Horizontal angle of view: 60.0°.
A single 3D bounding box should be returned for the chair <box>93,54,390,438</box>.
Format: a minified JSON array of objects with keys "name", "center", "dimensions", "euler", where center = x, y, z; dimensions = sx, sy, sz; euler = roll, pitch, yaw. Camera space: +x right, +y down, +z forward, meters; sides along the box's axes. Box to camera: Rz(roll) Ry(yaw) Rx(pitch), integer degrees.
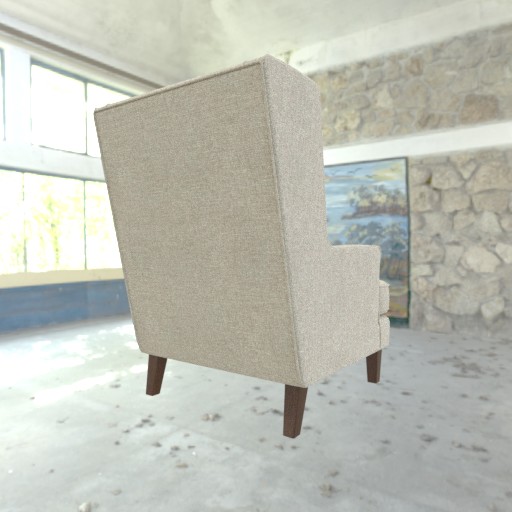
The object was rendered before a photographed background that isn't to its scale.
[{"name":"chair","center":[0.000,0.000,1.738],"dimensions":[0.764,1.082,0.948],"euler":[1,2,36]}]
